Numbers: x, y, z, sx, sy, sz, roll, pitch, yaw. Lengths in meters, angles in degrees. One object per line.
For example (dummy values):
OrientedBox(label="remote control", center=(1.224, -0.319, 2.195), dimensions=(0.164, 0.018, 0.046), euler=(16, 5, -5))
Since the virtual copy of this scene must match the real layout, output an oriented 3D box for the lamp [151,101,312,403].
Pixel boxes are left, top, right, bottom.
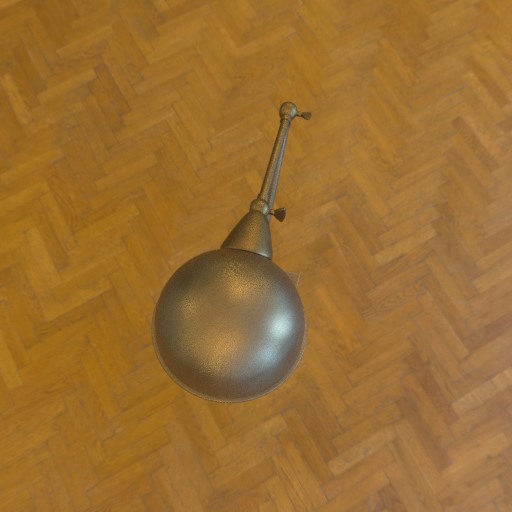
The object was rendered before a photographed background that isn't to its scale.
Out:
OrientedBox(label="lamp", center=(0.000, 0.000, 0.556), dimensions=(0.149, 0.371, 0.339), euler=(14, 76, 4))
